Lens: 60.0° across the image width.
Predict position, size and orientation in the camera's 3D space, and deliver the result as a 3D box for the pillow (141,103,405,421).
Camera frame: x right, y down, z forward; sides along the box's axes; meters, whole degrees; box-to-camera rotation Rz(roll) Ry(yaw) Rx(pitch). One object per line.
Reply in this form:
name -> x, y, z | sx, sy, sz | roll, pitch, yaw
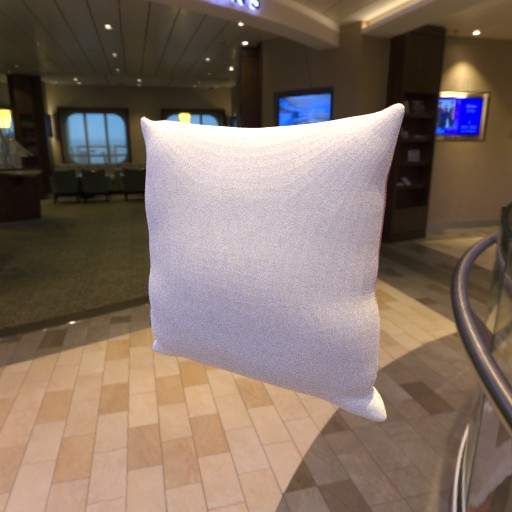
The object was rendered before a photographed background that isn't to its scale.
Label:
pillow -> 0.000, 0.000, 0.697 | 0.440, 0.441, 0.182 | 8, 17, 28
